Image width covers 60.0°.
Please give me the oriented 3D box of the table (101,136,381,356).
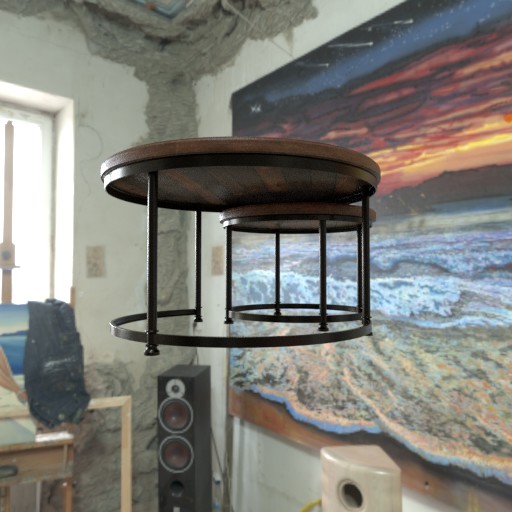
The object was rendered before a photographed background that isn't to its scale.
[{"bbox_3d":[0.000,0.000,1.572,0.870,0.516,1.152,-1,-2,19],"label":"table"}]
